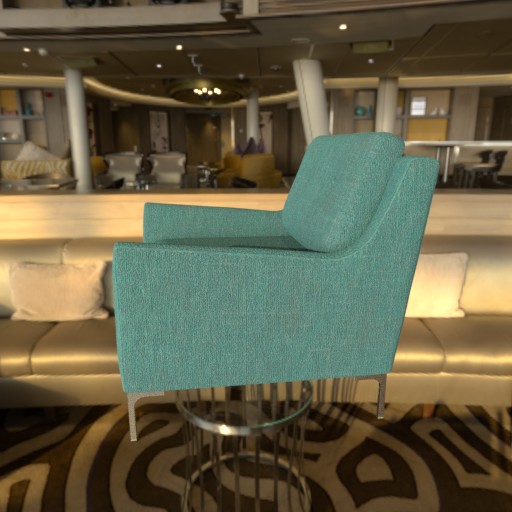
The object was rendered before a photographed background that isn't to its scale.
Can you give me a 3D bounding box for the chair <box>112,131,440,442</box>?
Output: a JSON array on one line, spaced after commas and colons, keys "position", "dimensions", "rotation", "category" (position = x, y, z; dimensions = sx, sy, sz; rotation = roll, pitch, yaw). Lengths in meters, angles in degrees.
[{"position": [0.000, 0.000, 1.554], "dimensions": [0.849, 0.828, 0.847], "rotation": [-2, 14, -8], "category": "chair"}]
